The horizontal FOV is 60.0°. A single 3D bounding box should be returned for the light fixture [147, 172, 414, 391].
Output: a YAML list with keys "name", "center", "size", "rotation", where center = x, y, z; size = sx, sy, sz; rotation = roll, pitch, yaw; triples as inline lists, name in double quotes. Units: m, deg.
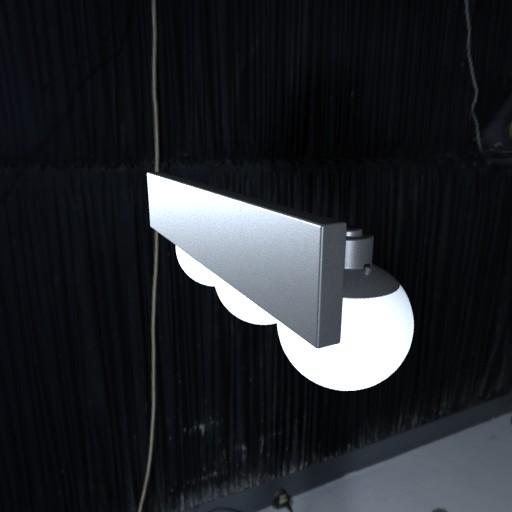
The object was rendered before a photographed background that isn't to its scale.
- name: "light fixture"
  center: [0.000, 0.000, 0.819]
  size: [0.218, 0.263, 0.721]
  rotation: [-7, 17, -26]
